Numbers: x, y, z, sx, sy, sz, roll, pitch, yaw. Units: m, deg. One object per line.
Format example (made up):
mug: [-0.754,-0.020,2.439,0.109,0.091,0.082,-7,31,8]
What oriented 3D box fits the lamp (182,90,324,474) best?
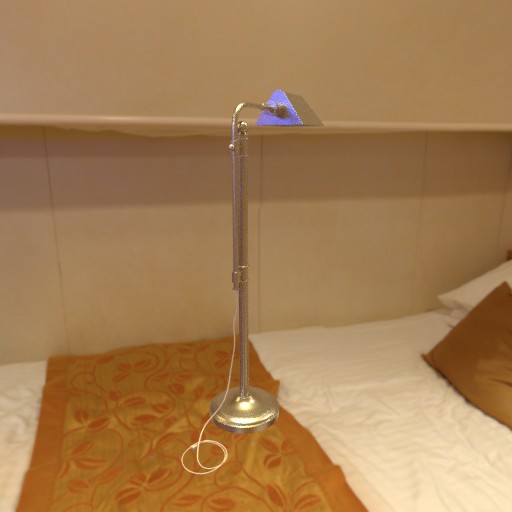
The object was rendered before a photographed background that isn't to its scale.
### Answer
lamp: [0.000,0.000,0.973,0.159,0.708,0.546,7,16,26]
